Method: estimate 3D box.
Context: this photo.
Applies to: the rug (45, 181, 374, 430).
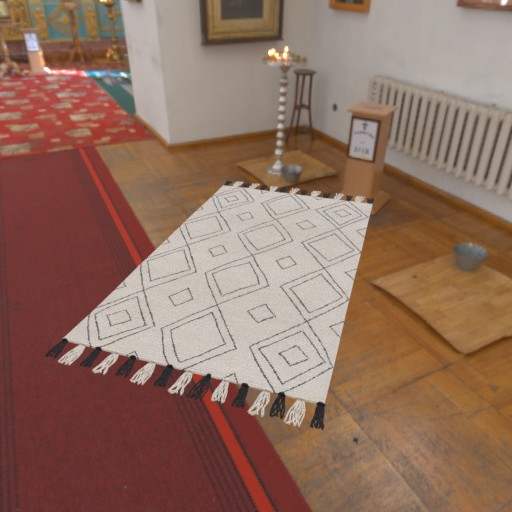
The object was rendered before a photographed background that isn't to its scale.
[{"bbox_3d":[0.000,0.000,3.300,1.524,0.021,2.755,10,32,15],"label":"rug"}]
